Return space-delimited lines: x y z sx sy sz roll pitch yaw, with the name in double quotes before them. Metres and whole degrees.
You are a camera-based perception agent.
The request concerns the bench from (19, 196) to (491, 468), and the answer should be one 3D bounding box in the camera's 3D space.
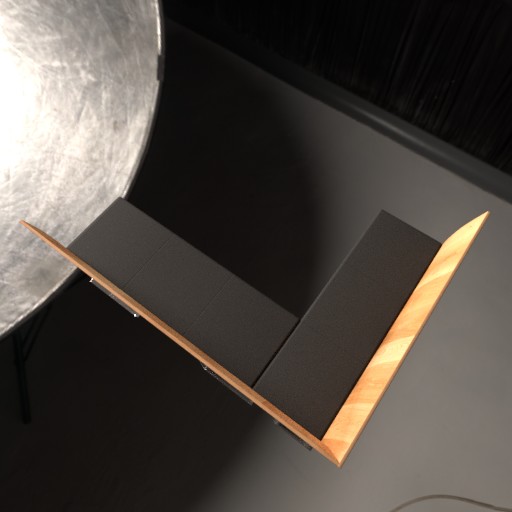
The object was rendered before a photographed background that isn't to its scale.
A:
"bench" 0.000 0.000 2.718 1.945 0.930 1.495 33 69 15
